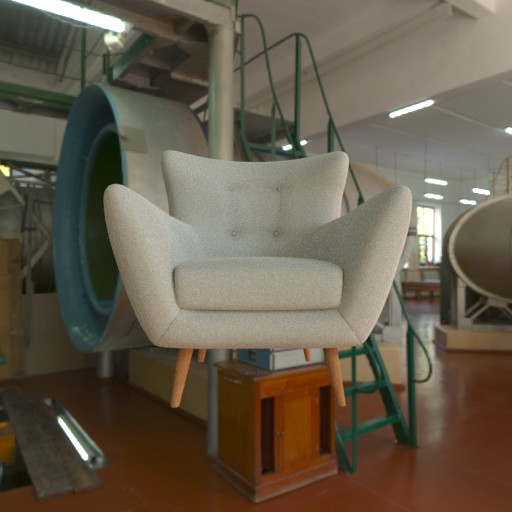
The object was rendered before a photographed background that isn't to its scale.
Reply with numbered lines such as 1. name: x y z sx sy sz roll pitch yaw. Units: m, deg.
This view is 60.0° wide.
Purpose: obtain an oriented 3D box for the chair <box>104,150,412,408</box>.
1. chair: 0.000 0.000 1.643 0.890 0.889 0.889 0 -1 -1
